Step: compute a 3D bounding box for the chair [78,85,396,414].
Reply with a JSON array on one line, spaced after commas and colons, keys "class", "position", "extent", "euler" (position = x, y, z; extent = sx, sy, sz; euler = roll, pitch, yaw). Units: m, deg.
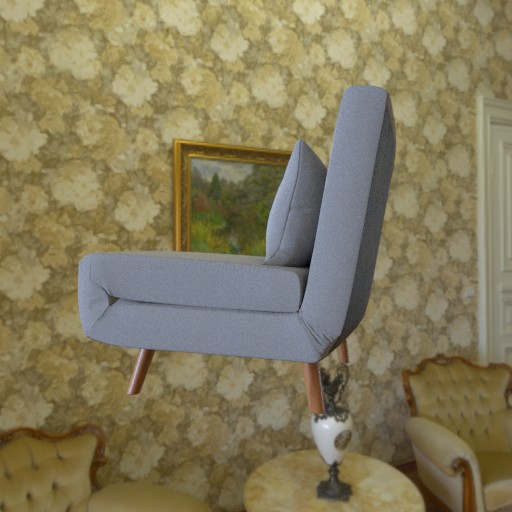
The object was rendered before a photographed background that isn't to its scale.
[{"class": "chair", "position": [0.000, 0.000, 1.497], "extent": [0.902, 0.808, 0.770], "euler": [0, 0, 18]}]
